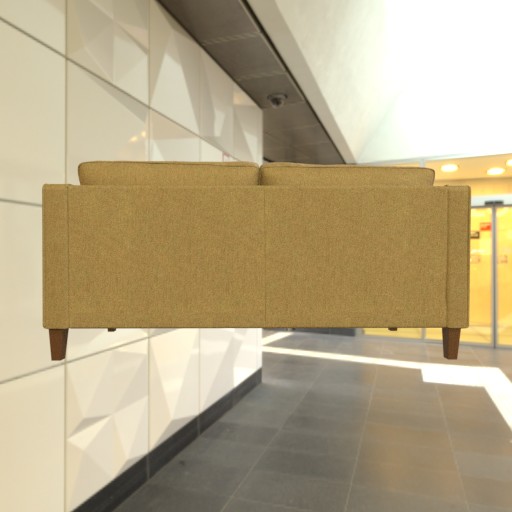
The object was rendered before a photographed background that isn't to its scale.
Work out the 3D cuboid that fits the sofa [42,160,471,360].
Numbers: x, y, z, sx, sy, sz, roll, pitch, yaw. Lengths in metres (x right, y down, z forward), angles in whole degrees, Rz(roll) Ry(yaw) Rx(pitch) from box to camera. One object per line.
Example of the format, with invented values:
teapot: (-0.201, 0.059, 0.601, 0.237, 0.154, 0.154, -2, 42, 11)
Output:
sofa: (0.000, 0.000, 2.766, 2.181, 1.074, 1.073, 0, 0, -1)
